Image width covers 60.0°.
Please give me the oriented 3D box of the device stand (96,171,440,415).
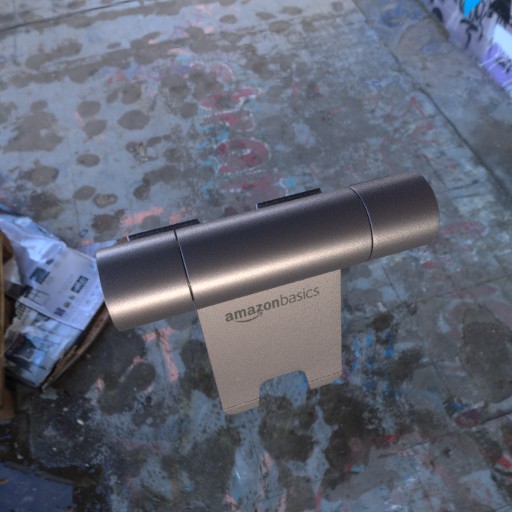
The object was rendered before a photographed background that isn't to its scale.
[{"bbox_3d":[0.000,0.000,0.154,0.088,0.084,0.079,-15,59,-9],"label":"device stand"}]
